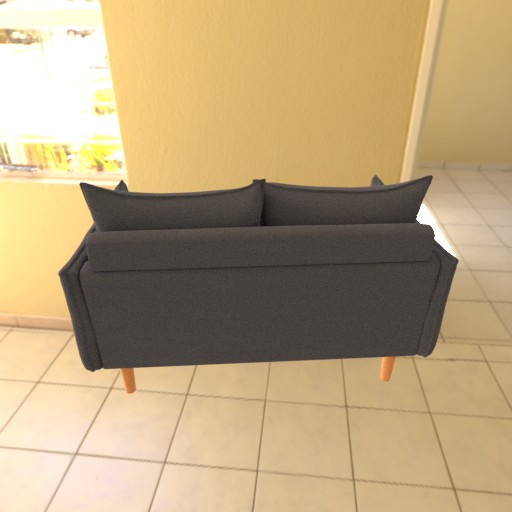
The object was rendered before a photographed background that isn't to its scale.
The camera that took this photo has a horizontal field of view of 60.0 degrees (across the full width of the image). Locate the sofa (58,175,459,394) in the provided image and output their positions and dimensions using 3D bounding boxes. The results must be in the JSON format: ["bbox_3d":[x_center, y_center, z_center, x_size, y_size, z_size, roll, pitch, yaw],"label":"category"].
[{"bbox_3d":[0.000,0.000,1.843,1.300,0.840,0.820,-2,29,-3],"label":"sofa"}]
